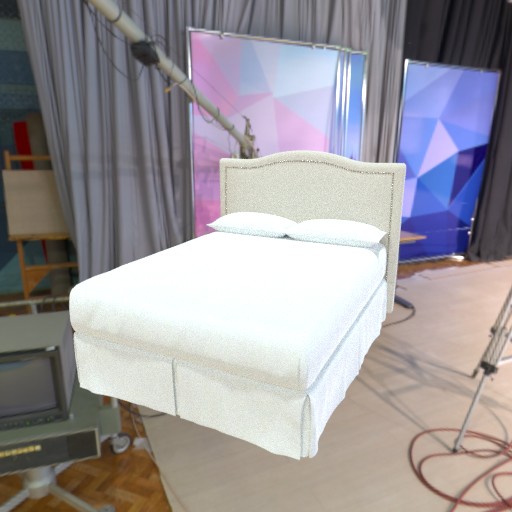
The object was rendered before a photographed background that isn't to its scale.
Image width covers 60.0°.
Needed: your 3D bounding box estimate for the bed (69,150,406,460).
[{"bbox_3d":[0.000,0.000,3.300,1.753,1.460,2.143,8,17,25],"label":"bed"}]
